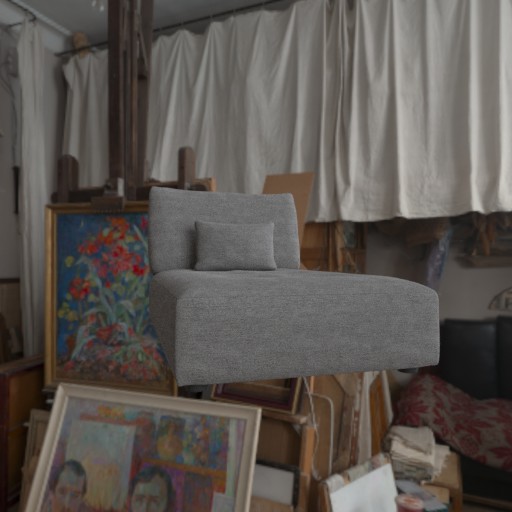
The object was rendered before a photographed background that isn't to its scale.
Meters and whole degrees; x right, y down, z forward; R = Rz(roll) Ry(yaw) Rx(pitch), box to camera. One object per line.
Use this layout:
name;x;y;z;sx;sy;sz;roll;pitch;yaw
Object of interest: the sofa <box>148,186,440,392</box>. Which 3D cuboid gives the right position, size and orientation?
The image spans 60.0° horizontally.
sofa;0.000;0.000;2.079;0.930;0.820;1.450;0;0;-16
